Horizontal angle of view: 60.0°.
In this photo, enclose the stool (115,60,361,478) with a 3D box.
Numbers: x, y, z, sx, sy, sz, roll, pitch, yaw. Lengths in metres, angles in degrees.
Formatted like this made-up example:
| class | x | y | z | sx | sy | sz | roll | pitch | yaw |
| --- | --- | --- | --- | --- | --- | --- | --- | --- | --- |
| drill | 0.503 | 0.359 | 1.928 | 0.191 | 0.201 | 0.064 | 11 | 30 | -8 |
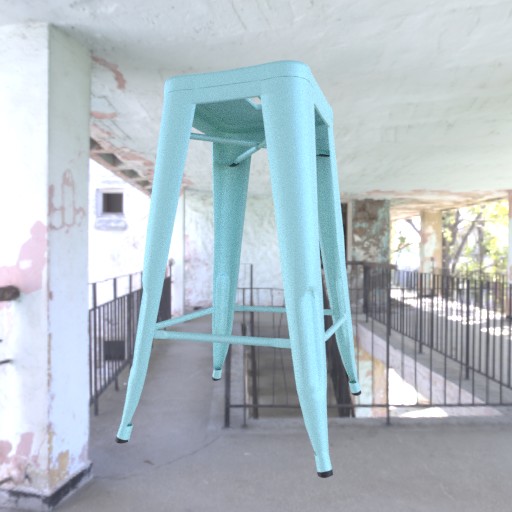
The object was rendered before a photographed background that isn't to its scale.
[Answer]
| class | x | y | z | sx | sy | sz | roll | pitch | yaw |
| --- | --- | --- | --- | --- | --- | --- | --- | --- | --- |
| stool | 0.000 | 0.000 | 0.847 | 0.359 | 0.609 | 0.399 | 0 | 1 | 19 |
